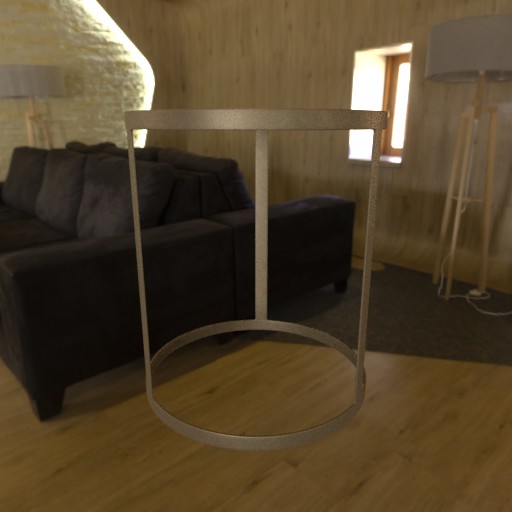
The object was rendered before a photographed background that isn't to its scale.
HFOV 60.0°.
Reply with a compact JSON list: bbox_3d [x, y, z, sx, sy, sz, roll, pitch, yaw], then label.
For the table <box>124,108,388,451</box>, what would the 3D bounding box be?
[{"bbox_3d":[0.000,0.000,0.919,0.480,0.565,0.480,0,16,0],"label":"table"}]
